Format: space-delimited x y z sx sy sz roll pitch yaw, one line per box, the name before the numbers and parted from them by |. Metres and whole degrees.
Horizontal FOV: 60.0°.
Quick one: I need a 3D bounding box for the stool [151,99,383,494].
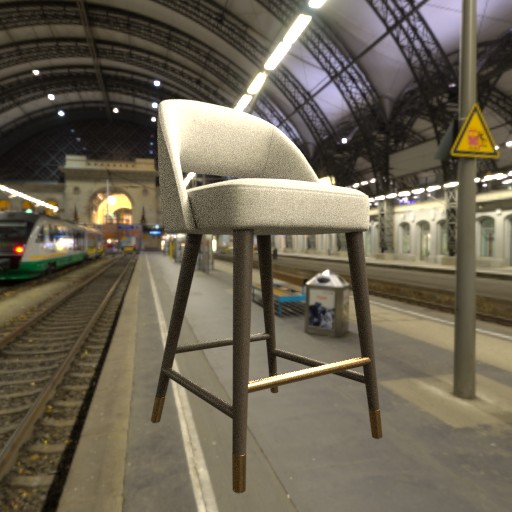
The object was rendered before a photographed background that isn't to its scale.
stool | 0.000 0.000 1.208 0.494 0.940 0.509 -1 2 -36
